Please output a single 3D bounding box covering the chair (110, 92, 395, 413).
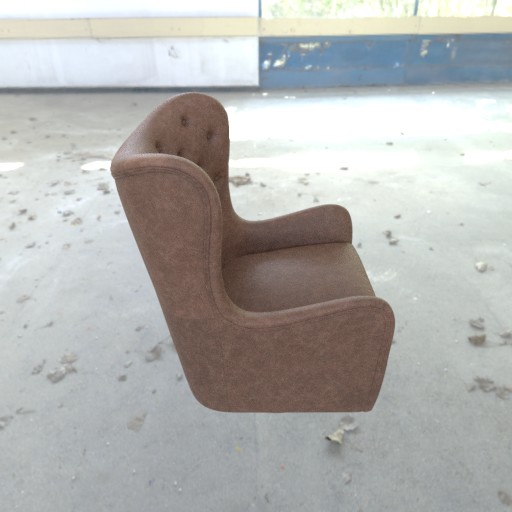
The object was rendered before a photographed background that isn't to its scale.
[{"bbox_3d":[0.000,0.000,1.742,0.930,1.079,0.831,-1,32,-1],"label":"chair"}]
